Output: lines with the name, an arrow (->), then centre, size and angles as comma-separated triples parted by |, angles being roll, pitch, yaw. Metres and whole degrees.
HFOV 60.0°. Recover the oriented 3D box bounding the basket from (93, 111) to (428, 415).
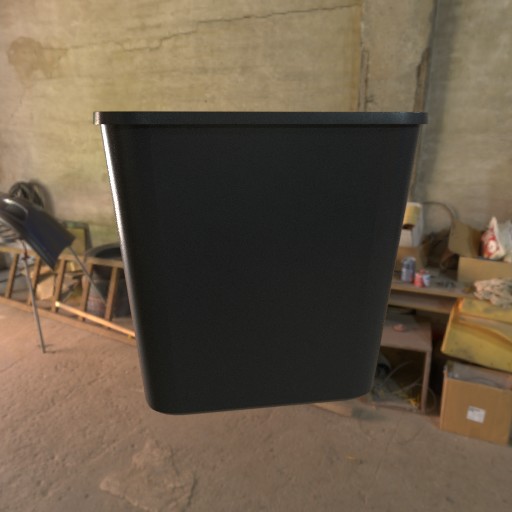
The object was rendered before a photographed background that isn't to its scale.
basket -> 0.000, 0.000, 0.502 | 0.300, 0.307, 0.211 | -2, 17, -8
